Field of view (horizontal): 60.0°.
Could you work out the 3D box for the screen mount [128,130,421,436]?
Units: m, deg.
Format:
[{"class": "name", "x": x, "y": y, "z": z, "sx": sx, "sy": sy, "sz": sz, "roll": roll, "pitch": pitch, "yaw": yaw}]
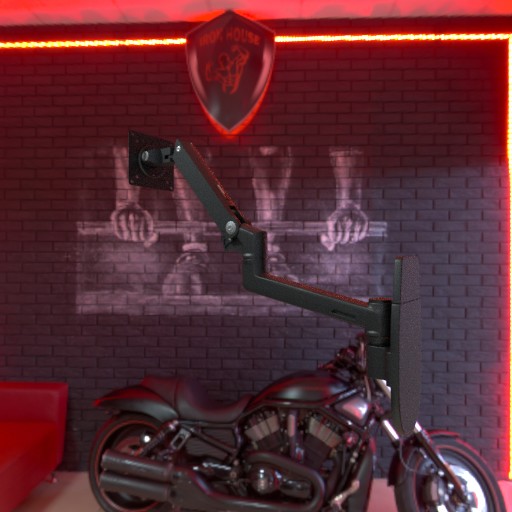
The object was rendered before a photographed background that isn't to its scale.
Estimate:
[{"class": "screen mount", "x": 0.000, "y": 0.000, "z": 0.721, "sx": 0.495, "sy": 0.466, "sz": 0.115, "roll": 0, "pitch": 0, "yaw": 35}]
